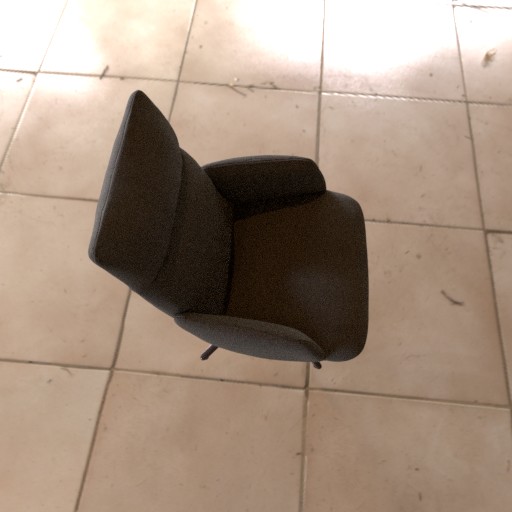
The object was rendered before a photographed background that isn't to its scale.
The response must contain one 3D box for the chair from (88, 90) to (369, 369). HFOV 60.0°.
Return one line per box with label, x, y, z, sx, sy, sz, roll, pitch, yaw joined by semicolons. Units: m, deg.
chair;0.000;0.000;1.552;0.831;0.984;0.702;4;65;2
